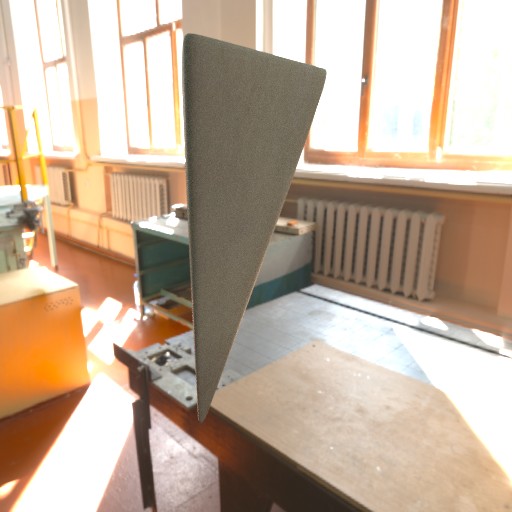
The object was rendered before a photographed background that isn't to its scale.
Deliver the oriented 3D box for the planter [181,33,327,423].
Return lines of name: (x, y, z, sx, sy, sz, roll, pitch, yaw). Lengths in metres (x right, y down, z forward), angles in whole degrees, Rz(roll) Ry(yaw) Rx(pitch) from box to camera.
planter: (0.000, 0.000, 0.269, 0.081, 0.224, 0.101, -2, 15, -9)
